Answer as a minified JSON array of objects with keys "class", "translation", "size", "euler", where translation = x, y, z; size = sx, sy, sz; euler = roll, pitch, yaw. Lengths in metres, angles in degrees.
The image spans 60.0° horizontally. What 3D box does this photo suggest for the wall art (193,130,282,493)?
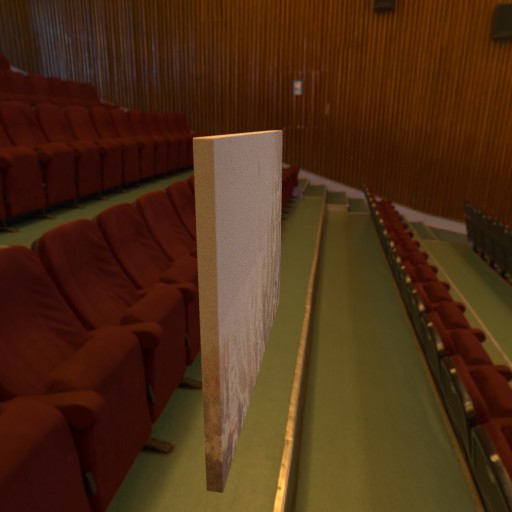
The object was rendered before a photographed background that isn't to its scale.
[{"class":"wall art","translation":[0.000,0.000,1.414],"size":[0.041,0.758,1.142],"euler":[3,17,9]}]
